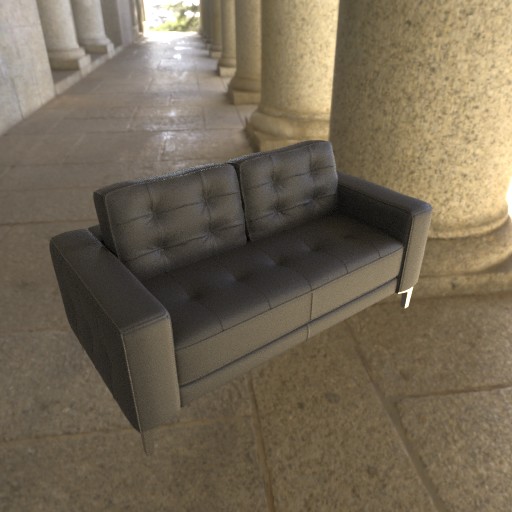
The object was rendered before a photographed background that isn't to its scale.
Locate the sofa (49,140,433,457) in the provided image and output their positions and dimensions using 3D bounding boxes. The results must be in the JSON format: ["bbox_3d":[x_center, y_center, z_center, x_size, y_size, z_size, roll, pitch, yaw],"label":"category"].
[{"bbox_3d":[0.000,0.000,2.207,1.726,0.892,0.833,-21,36,-31],"label":"sofa"}]
